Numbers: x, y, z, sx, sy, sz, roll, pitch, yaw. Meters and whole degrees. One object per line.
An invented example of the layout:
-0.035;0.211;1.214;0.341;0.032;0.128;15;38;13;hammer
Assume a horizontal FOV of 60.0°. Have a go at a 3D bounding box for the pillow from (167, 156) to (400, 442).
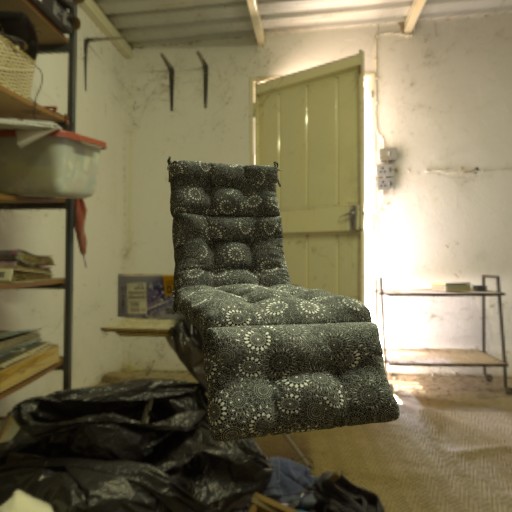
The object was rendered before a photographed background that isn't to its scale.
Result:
0.000;0.000;1.524;0.526;0.863;1.016;0;0;-17;pillow
